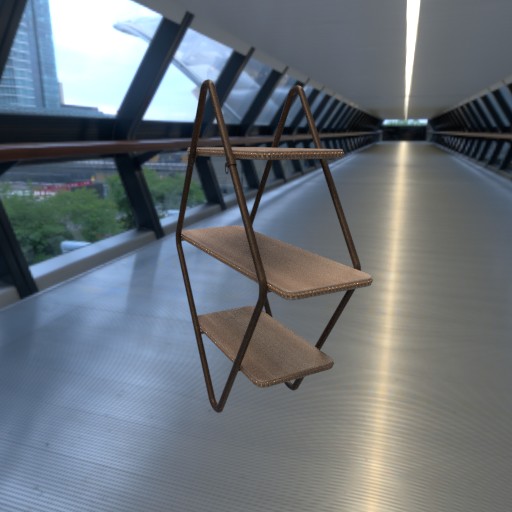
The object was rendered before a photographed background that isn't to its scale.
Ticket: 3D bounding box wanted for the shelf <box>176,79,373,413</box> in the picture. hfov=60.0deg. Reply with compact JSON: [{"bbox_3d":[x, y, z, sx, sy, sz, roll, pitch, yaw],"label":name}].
[{"bbox_3d":[0.000,0.000,1.053,0.234,0.774,0.609,-7,16,-27],"label":"shelf"}]
